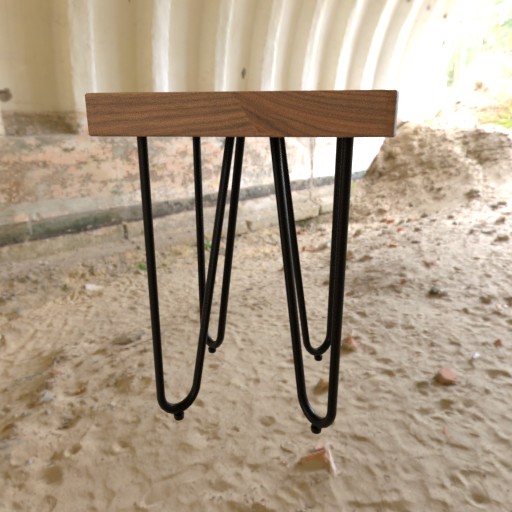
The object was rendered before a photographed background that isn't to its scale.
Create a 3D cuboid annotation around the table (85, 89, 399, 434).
[{"bbox_3d":[0.000,0.000,0.965,0.480,0.641,0.479,2,17,8],"label":"table"}]
